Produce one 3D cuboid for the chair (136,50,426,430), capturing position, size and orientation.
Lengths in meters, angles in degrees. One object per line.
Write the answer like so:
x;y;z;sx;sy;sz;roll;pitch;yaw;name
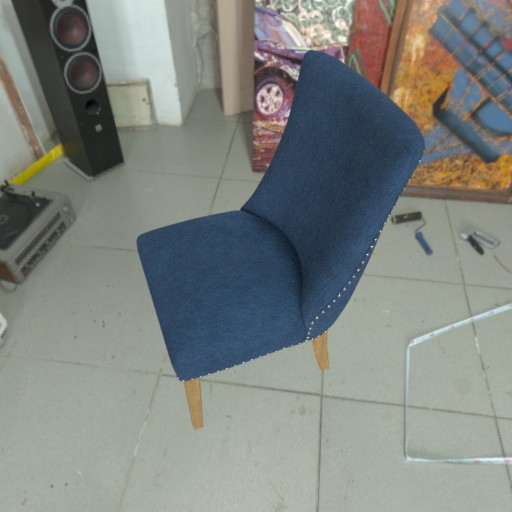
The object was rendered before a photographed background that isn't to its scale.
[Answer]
0.000;0.000;1.245;0.610;0.902;0.495;-16;49;-15;chair
